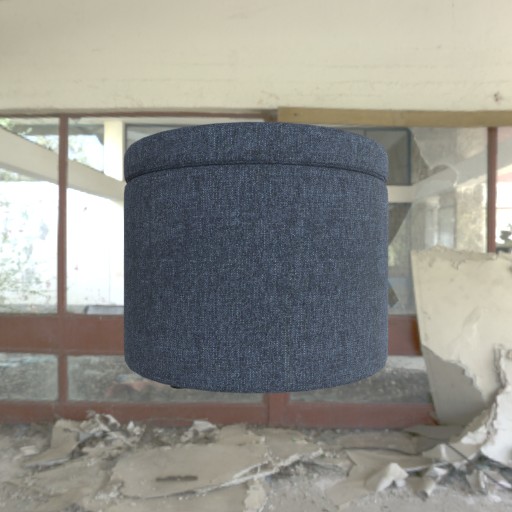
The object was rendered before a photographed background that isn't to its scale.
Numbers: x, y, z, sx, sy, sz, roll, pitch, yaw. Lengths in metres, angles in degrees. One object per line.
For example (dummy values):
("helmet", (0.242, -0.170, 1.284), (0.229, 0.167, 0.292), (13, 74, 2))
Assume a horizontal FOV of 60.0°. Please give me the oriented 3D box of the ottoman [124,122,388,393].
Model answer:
("ottoman", (0.000, 0.000, 0.875), (0.500, 0.419, 0.500), (0, 0, 0))
